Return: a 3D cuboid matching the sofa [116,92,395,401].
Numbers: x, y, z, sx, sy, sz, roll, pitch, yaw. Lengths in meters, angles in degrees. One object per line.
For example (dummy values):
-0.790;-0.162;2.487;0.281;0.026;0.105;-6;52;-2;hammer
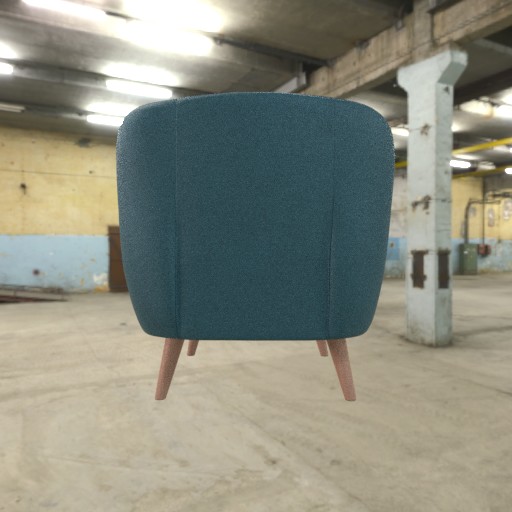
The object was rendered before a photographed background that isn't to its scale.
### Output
0.000;0.000;1.497;0.836;0.817;0.825;0;0;1;sofa
